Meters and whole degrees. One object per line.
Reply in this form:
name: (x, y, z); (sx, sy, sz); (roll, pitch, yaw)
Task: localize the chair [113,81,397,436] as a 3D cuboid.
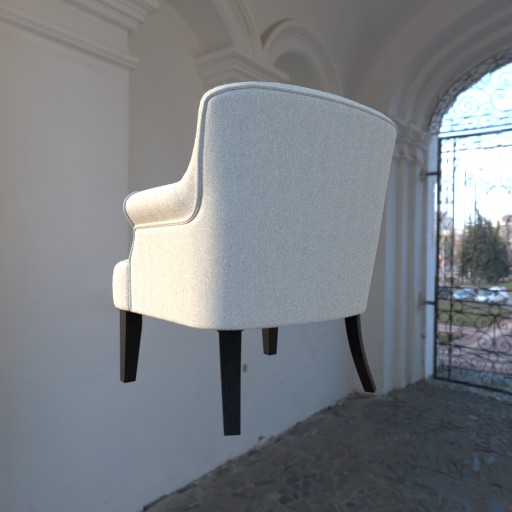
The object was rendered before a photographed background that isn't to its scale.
chair: (0.000, 0.000, 1.476); (0.781, 0.875, 0.750); (-1, 2, -37)
